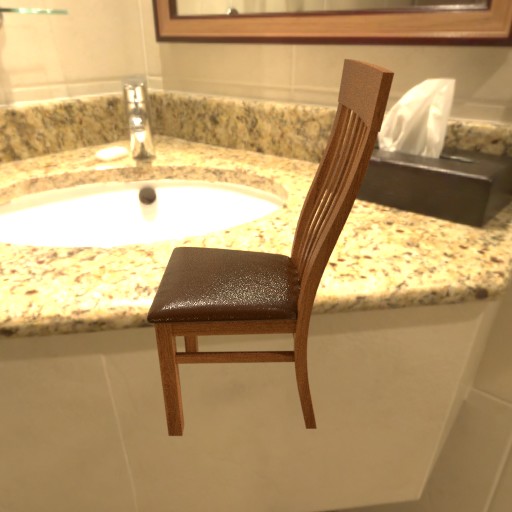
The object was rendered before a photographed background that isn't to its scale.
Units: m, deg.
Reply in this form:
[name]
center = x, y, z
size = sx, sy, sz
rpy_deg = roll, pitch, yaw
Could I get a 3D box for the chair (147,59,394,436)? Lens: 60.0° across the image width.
[chair]
center = 0.000, 0.000, 1.319
size = 0.580, 1.050, 0.450
rpy_deg = 0, 27, 0
